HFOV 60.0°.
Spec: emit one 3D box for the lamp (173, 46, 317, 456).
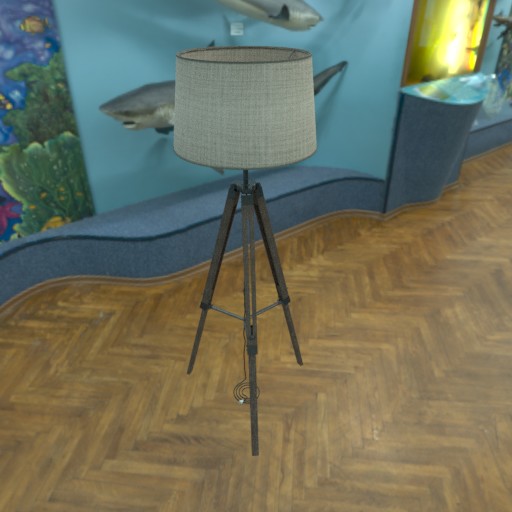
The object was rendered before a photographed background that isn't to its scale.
[{"bbox_3d":[0.000,0.000,1.793,0.587,1.510,0.604,-21,37,-31],"label":"lamp"}]
